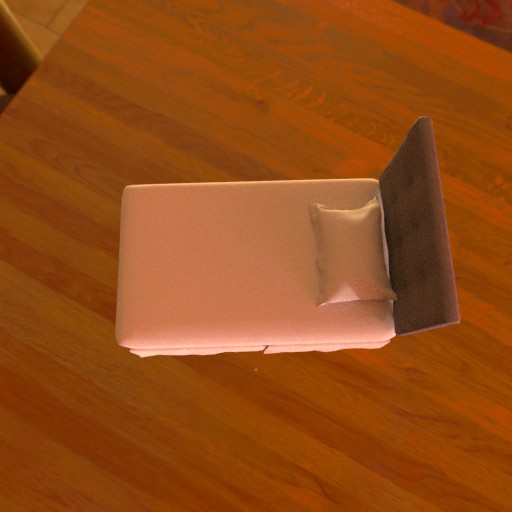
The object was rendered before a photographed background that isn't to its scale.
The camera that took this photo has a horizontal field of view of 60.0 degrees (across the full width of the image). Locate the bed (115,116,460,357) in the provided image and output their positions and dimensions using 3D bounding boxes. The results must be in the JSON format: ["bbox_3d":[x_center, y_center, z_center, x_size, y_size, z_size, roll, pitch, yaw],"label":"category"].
[{"bbox_3d":[0.000,0.000,3.038,1.997,1.571,1.261,-2,76,0],"label":"bed"}]
